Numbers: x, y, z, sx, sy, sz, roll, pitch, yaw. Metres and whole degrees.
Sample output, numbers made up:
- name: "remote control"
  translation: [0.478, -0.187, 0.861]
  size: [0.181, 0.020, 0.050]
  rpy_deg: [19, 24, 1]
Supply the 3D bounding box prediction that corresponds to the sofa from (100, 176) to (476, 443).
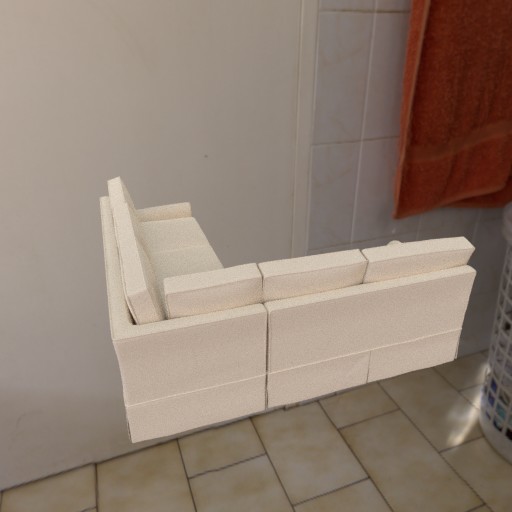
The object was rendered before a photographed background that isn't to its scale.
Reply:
- name: "sofa"
  translation: [0.000, 0.000, 4.063]
  size: [2.591, 1.070, 2.597]
  rpy_deg: [-9, 28, -17]
